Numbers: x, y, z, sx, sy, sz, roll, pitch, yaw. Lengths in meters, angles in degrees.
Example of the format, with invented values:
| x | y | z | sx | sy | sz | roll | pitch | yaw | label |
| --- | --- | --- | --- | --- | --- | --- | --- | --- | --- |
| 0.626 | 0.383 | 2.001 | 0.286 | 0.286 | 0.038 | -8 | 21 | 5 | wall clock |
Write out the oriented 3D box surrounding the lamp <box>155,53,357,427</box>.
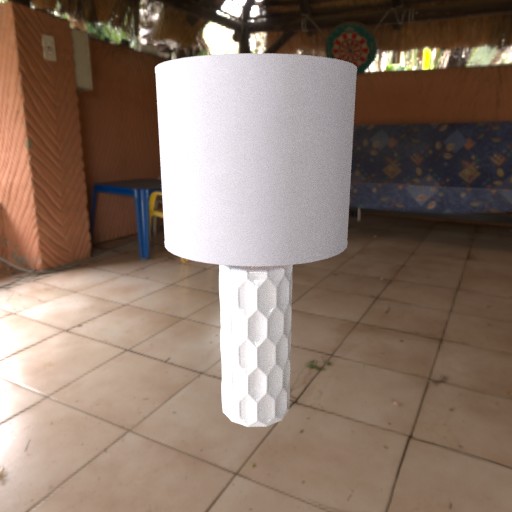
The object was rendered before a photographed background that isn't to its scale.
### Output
| x | y | z | sx | sy | sz | roll | pitch | yaw | label |
| --- | --- | --- | --- | --- | --- | --- | --- | --- | --- |
| 0.000 | 0.000 | 0.690 | 0.277 | 0.537 | 0.277 | 8 | 17 | 26 | lamp |
